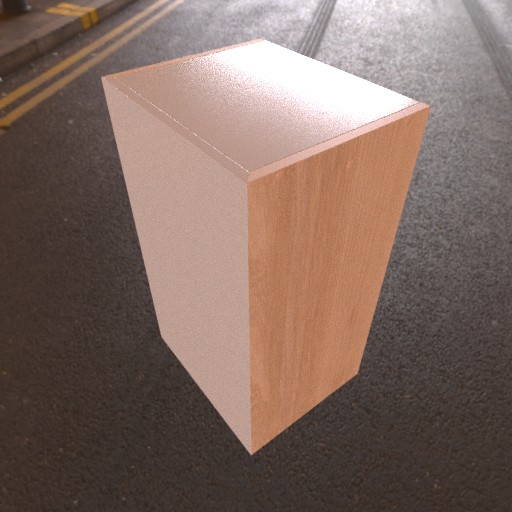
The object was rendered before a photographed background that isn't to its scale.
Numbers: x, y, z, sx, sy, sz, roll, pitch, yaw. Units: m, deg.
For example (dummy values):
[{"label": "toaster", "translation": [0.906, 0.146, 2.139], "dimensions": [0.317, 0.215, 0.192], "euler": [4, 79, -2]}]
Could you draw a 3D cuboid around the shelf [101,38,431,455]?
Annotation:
[{"label": "shelf", "translation": [0.000, 0.000, 0.796], "dimensions": [0.290, 0.600, 0.350], "euler": [-27, 49, -27]}]
